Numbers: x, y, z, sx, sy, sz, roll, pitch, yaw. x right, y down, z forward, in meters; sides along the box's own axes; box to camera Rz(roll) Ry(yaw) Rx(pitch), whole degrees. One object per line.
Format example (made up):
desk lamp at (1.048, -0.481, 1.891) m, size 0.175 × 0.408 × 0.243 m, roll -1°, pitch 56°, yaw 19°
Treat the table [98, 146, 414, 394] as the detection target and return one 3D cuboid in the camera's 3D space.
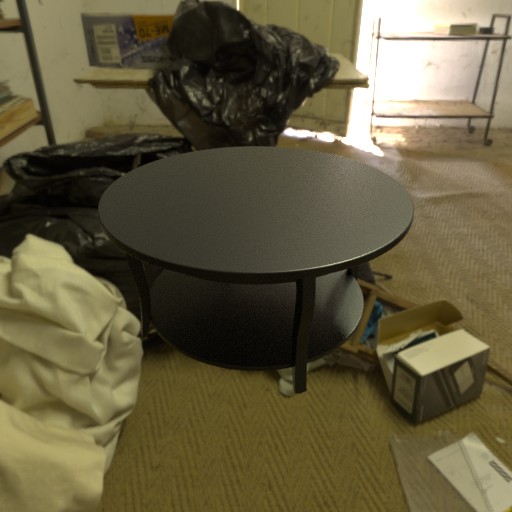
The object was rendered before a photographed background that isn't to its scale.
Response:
table at (0.000, 0.000, 1.455) m, size 0.914 × 0.457 × 0.914 m, roll 0°, pitch 31°, yaw 0°
